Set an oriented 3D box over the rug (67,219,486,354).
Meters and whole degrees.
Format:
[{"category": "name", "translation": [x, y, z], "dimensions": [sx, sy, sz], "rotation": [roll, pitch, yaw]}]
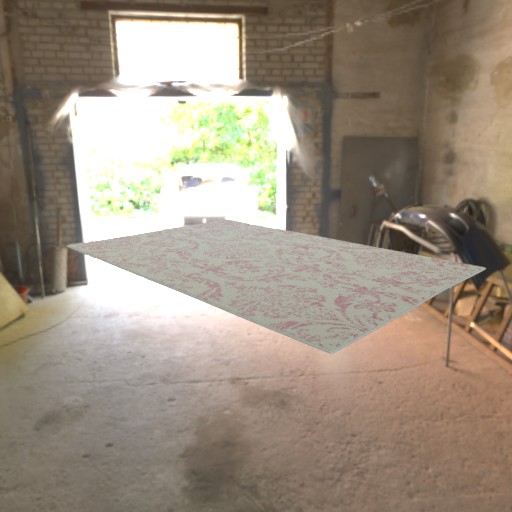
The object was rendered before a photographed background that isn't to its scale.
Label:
[{"category": "rug", "translation": [0.000, 0.000, 2.298], "dimensions": [1.219, 0.012, 1.839], "rotation": [-14, 20, -43]}]
